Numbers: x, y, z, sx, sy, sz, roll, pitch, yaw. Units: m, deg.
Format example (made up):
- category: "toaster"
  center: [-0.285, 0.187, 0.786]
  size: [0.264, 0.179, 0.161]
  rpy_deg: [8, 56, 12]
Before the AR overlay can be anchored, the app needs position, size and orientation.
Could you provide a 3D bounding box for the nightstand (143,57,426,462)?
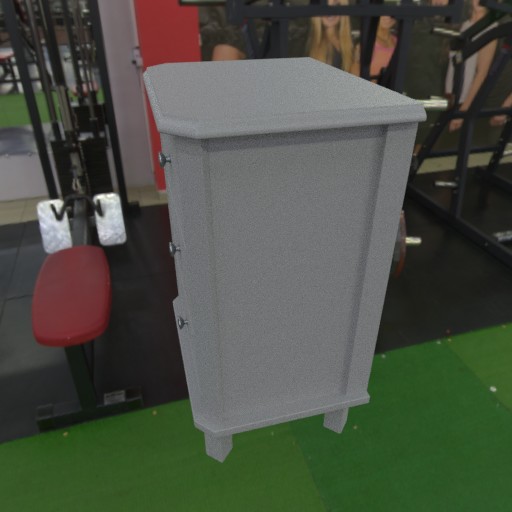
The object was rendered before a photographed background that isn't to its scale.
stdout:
- category: "nightstand"
  center: [0.000, 0.000, 0.908]
  size: [0.350, 0.680, 0.450]
  rpy_deg: [-8, 33, -13]
